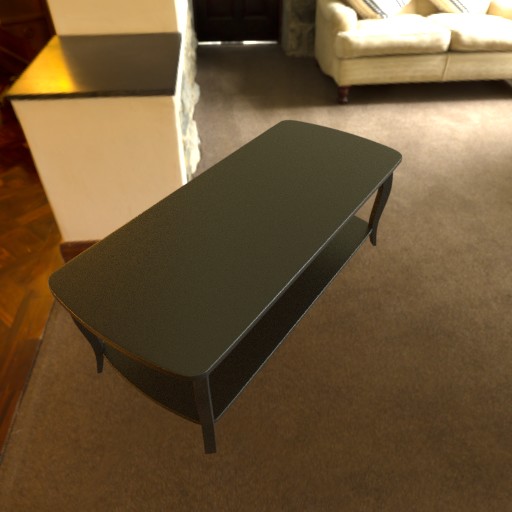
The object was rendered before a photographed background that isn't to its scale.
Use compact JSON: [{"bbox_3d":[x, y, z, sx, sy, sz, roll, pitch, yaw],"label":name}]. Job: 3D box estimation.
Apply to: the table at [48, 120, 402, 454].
[{"bbox_3d":[0.000,0.000,1.643,0.571,0.457,1.333,25,47,25],"label":"table"}]
